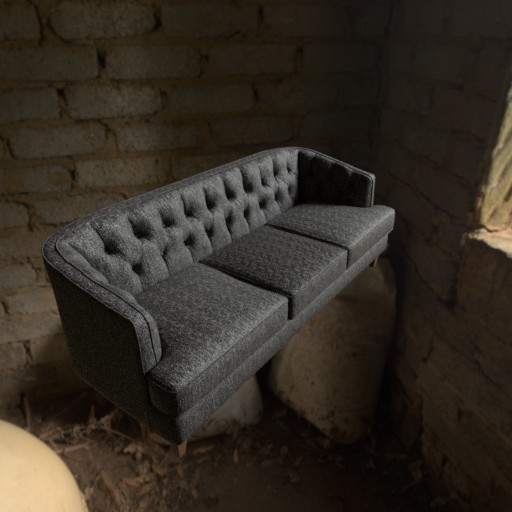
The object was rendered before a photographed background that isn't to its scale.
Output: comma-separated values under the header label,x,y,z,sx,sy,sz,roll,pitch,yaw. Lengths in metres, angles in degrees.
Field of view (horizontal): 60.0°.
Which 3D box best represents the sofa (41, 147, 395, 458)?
label,x,y,z,sx,sy,sz,roll,pitch,yaw
sofa,0.000,0.000,2.691,0.941,0.855,2.278,19,33,31
